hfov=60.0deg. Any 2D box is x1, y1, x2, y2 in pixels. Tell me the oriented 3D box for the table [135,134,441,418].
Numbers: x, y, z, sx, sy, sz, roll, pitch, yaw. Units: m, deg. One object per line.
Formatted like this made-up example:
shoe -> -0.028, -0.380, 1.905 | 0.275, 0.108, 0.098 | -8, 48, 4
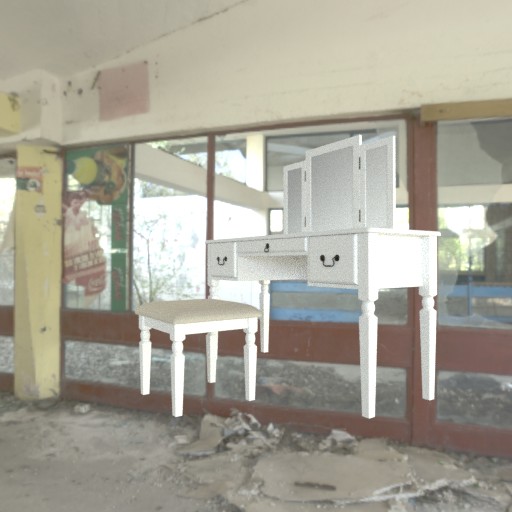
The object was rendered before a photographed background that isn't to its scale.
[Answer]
table -> 0.000, 0.000, 2.257 | 1.115, 1.310, 1.369 | 0, -1, -35
